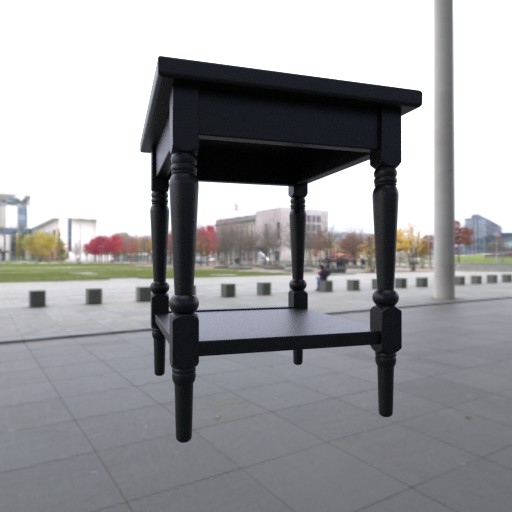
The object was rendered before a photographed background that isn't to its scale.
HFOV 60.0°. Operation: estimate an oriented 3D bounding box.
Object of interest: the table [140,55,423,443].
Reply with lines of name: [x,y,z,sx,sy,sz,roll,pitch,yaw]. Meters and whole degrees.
table: [0.000,0.000,0.919,0.442,0.565,0.488,0,0,-17]
